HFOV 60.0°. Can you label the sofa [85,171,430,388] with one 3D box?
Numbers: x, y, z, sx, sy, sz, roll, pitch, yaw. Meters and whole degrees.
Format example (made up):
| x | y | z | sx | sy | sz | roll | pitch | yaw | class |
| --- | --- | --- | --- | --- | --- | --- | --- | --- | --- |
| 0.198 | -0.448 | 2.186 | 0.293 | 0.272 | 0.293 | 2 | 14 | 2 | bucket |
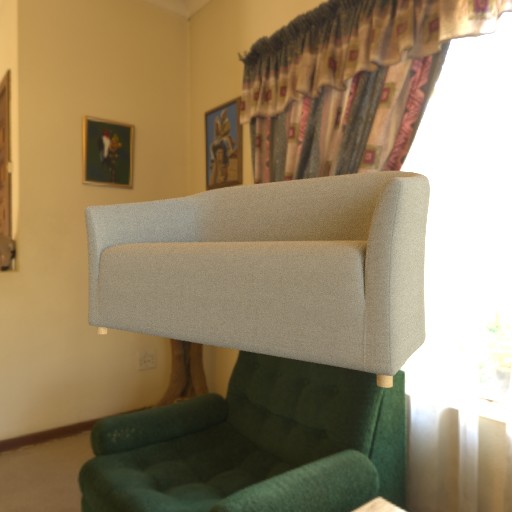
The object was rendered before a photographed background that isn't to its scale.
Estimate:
| x | y | z | sx | sy | sz | roll | pitch | yaw | class |
| --- | --- | --- | --- | --- | --- | --- | --- | --- | --- |
| 0.000 | 0.000 | 1.887 | 1.452 | 0.721 | 0.705 | 1 | 1 | 36 | sofa |
